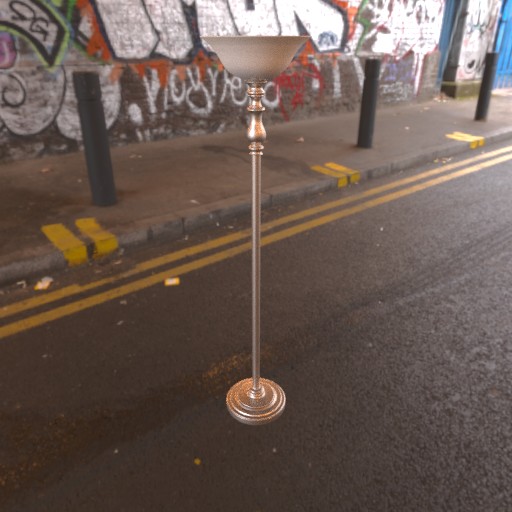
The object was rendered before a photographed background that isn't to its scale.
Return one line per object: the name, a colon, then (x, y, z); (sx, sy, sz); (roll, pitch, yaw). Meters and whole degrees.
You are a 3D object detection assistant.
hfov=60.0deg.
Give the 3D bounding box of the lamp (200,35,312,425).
lamp: (0.000, 0.000, 1.992); (0.405, 1.771, 0.405); (0, 26, 0)
